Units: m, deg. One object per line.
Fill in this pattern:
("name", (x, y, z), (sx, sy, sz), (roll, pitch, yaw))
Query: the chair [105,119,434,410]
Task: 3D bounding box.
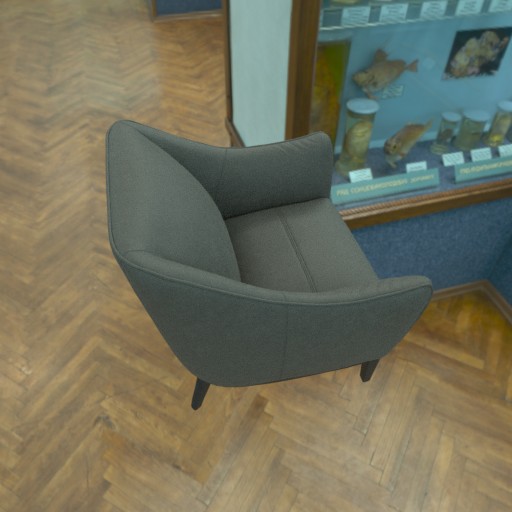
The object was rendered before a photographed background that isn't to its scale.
("chair", (0.000, 0.000, 1.573), (0.852, 0.830, 0.871), (-10, 46, -10))
